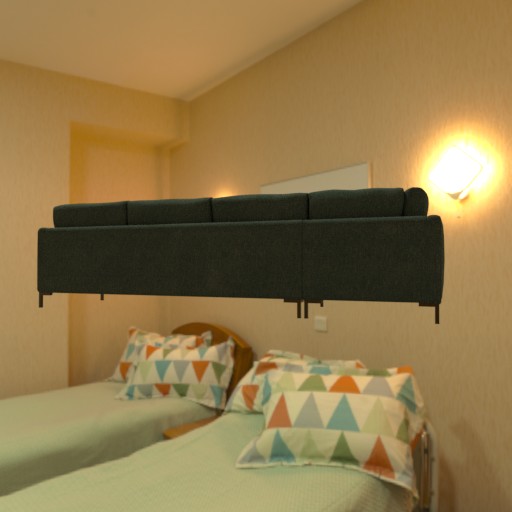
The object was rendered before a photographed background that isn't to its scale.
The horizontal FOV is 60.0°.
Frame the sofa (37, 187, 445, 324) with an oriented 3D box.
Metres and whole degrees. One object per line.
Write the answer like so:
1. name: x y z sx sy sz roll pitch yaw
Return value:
1. sofa: 0.000 0.000 3.892 2.949 0.815 2.007 0 -1 19
